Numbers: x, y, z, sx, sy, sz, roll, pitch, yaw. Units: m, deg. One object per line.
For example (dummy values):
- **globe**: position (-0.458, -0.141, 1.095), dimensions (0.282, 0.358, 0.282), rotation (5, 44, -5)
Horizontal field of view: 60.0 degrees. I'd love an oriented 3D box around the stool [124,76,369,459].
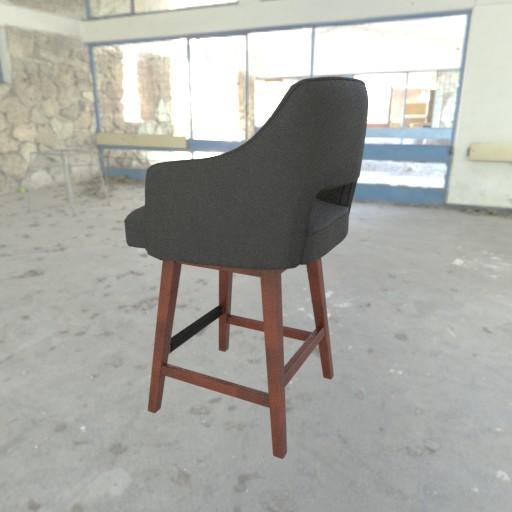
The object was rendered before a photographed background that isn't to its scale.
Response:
- **stool**: position (0.000, 0.000, 1.253), dimensions (0.558, 0.912, 0.548), rotation (8, 19, 25)
